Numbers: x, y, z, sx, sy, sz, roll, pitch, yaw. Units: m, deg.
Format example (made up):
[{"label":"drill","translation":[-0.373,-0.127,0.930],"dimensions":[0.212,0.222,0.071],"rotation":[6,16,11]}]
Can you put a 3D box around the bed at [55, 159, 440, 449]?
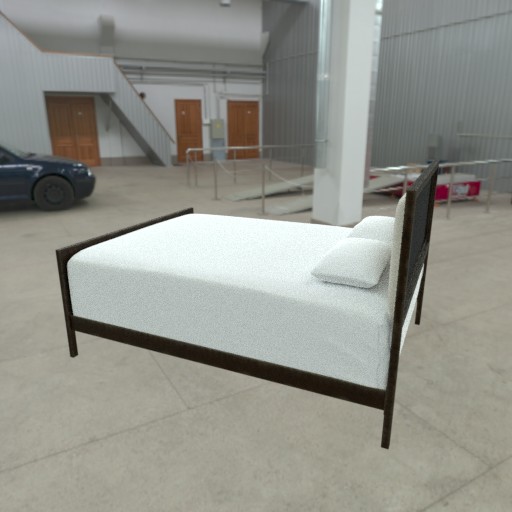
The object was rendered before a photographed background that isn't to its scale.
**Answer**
[{"label":"bed","translation":[0.000,0.000,3.190],"dimensions":[2.221,1.313,1.607],"rotation":[8,19,24]}]
